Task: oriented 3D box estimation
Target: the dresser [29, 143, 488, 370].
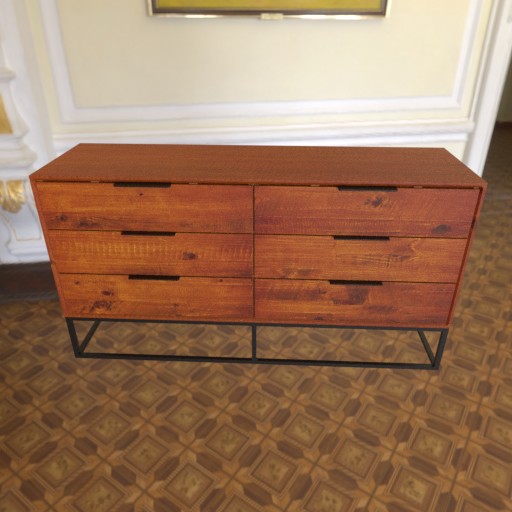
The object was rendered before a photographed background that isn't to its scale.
[{"bbox_3d":[0.000,0.000,1.856,1.536,0.810,0.464,1,29,2],"label":"dresser"}]
